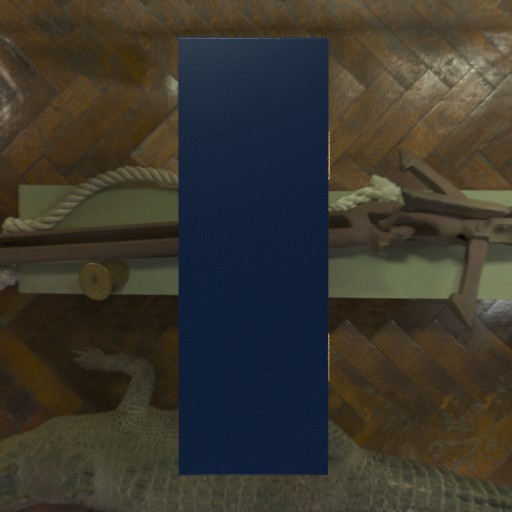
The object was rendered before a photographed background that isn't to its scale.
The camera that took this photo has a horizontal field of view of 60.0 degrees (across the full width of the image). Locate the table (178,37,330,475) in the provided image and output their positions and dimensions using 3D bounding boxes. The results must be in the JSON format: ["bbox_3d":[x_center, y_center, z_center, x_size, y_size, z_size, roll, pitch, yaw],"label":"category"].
[{"bbox_3d":[0.000,0.000,1.497,0.399,0.749,1.118,0,90,0],"label":"table"}]
